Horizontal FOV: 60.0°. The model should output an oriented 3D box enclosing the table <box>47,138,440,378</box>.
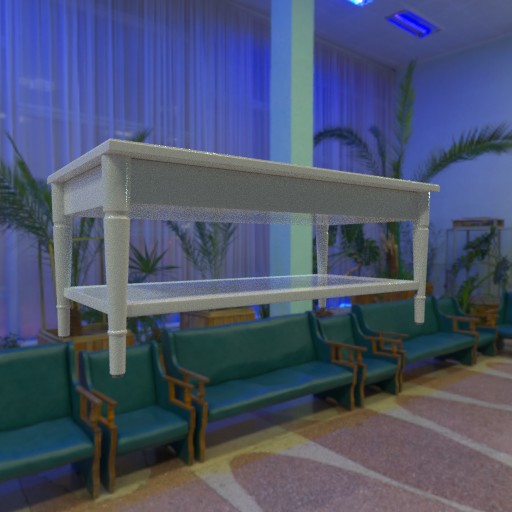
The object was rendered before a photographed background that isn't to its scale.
[{"bbox_3d":[0.000,0.000,1.355,1.067,0.457,0.559,-1,2,-36],"label":"table"}]
